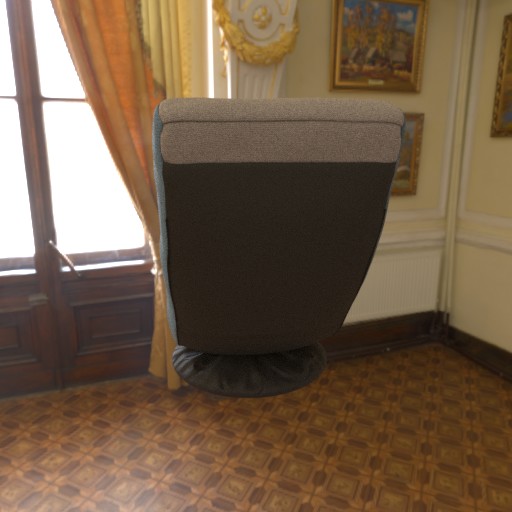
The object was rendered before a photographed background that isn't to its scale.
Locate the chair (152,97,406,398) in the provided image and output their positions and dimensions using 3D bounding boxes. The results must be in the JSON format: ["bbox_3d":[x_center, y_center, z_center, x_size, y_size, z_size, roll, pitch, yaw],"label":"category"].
[{"bbox_3d":[0.000,0.000,1.034,0.420,0.641,0.661,-2,14,-8],"label":"chair"}]
